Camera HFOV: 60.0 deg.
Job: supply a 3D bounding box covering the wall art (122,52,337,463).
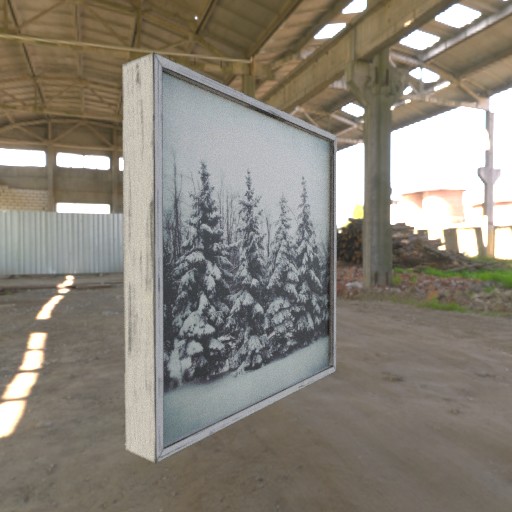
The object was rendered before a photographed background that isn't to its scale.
[{"bbox_3d":[0.000,0.000,0.460,0.036,0.303,0.303,1,1,36],"label":"wall art"}]
